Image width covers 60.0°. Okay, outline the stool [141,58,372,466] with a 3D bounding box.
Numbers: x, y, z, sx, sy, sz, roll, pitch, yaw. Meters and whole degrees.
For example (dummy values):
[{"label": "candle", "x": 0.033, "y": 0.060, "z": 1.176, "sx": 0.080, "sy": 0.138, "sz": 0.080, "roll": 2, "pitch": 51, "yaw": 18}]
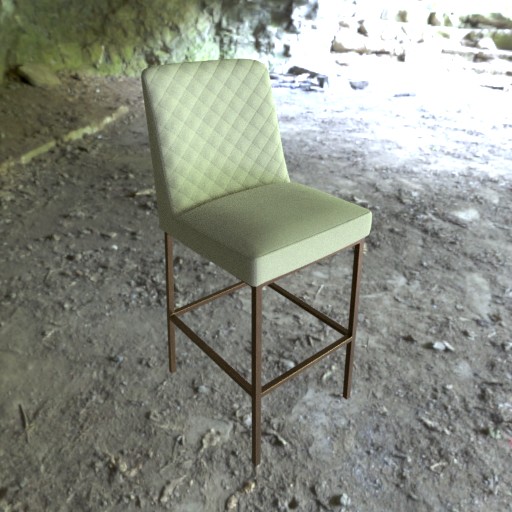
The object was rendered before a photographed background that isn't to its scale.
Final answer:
[{"label": "stool", "x": 0.000, "y": 0.000, "z": 1.384, "sx": 0.462, "sy": 1.084, "sz": 0.546, "roll": -22, "pitch": 36, "yaw": -34}]
